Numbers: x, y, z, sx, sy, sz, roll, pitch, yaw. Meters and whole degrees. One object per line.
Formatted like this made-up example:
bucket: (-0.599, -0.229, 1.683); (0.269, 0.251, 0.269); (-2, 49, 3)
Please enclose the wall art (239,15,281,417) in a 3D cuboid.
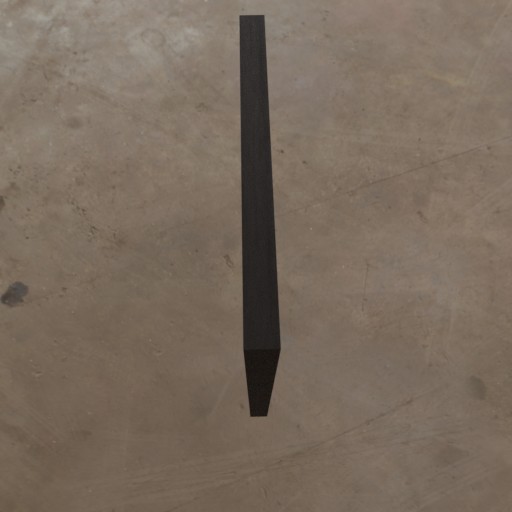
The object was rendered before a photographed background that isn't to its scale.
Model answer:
wall art: (0.000, 0.000, 0.747); (0.034, 0.552, 0.455); (-1, 64, -1)
